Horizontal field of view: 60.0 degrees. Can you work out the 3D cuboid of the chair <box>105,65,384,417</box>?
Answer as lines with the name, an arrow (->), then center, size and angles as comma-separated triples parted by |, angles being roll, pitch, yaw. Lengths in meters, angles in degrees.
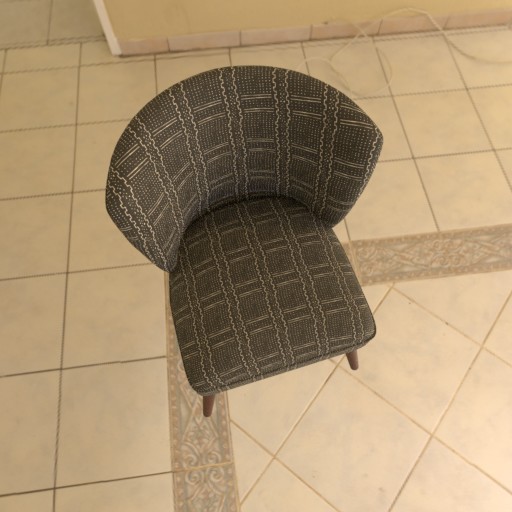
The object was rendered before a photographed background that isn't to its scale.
chair -> 0.000, 0.000, 1.418 | 0.710, 0.866, 0.758 | -15, 66, -7
